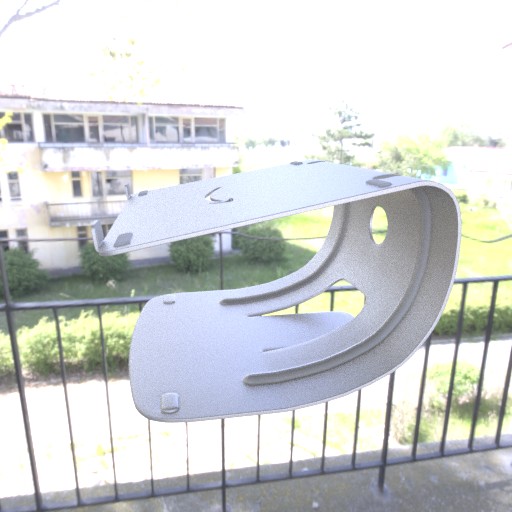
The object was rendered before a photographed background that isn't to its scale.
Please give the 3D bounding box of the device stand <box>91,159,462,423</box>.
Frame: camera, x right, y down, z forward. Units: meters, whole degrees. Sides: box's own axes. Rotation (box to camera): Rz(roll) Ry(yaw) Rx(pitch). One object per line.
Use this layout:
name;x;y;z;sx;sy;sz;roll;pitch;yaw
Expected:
device stand;0.000;0.000;0.397;0.236;0.155;0.256;-3;16;-10
